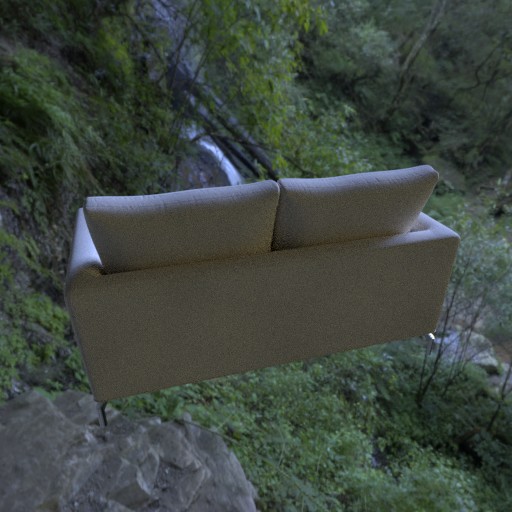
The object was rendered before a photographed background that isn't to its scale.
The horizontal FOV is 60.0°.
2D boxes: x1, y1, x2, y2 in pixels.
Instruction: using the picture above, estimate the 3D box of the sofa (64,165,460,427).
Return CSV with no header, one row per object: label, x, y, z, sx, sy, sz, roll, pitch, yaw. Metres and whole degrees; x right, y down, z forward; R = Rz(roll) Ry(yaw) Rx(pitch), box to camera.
sofa,0.000,0.000,2.303,1.739,0.995,0.906,-8,29,-15
